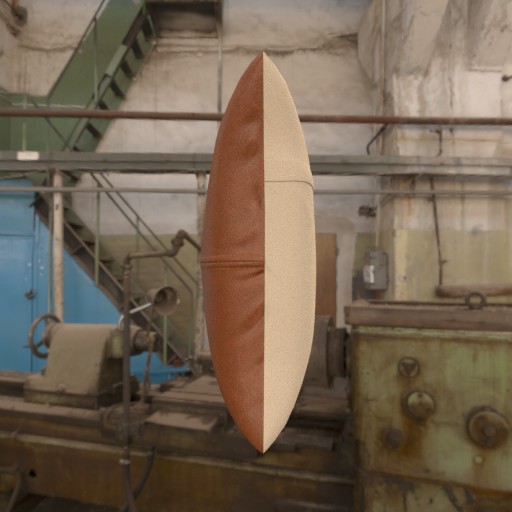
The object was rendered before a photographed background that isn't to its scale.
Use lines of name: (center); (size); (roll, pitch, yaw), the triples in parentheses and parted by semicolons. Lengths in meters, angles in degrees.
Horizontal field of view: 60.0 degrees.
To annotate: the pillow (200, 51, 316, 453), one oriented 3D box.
pillow: (0.000, 0.000, 0.767); (0.192, 0.477, 0.501); (0, -1, 0)
